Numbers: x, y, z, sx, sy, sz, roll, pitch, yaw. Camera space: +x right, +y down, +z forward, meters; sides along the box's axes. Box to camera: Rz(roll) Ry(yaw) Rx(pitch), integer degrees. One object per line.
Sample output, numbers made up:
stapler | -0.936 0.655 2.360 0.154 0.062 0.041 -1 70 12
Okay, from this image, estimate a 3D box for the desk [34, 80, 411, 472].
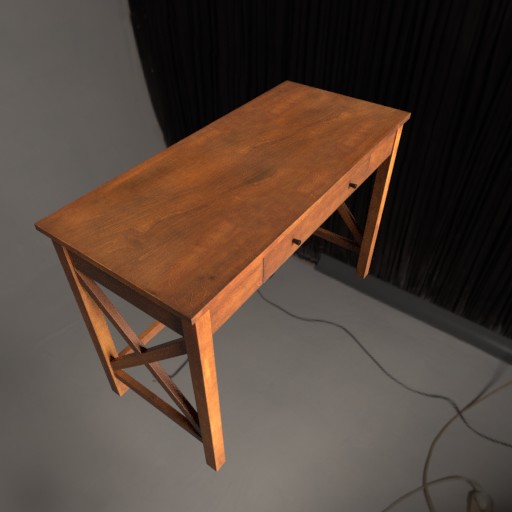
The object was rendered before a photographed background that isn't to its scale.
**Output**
desk | 0.000 0.000 1.543 0.508 0.762 1.117 26 48 26
